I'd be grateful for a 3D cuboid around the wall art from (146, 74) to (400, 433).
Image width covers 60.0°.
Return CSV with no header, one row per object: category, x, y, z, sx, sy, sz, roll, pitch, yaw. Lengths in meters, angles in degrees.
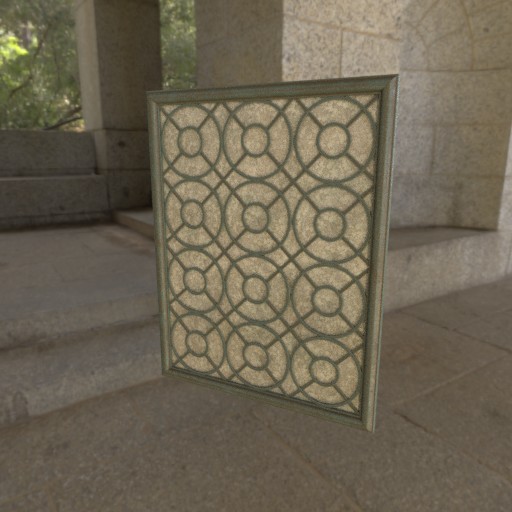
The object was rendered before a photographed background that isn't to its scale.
wall art,0.000,0.000,1.345,0.767,0.983,0.030,7,15,26
